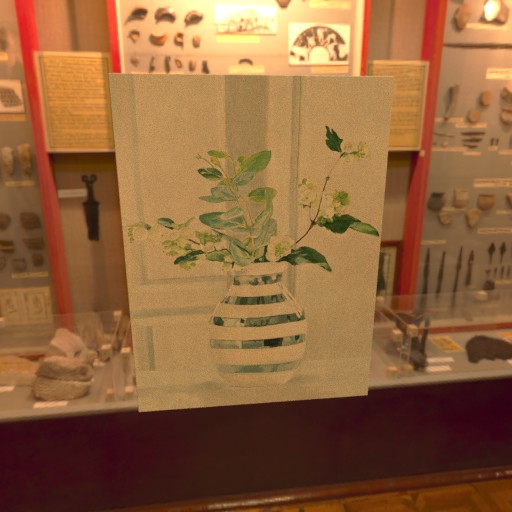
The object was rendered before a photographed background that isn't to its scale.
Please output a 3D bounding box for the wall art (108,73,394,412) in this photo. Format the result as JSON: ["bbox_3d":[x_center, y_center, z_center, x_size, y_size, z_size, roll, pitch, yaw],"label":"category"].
[{"bbox_3d":[0.000,0.000,1.600,0.914,1.212,0.038,-2,17,-7],"label":"wall art"}]
